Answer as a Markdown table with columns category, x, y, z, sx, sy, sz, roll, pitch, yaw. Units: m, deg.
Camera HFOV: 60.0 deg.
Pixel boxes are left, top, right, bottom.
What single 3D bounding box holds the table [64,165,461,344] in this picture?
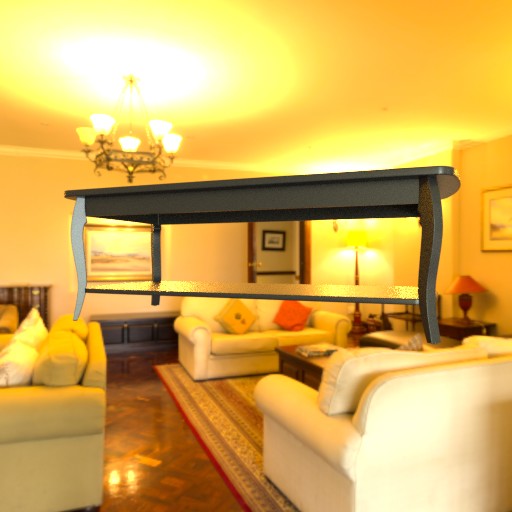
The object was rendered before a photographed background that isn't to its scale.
| category | x | y | z | sx | sy | sz | roll | pitch | yaw |
| --- | --- | --- | --- | --- | --- | --- | --- | --- | --- |
| table | 0.000 | 0.000 | 1.591 | 1.333 | 0.457 | 0.571 | 0 | 0 | 21 |
